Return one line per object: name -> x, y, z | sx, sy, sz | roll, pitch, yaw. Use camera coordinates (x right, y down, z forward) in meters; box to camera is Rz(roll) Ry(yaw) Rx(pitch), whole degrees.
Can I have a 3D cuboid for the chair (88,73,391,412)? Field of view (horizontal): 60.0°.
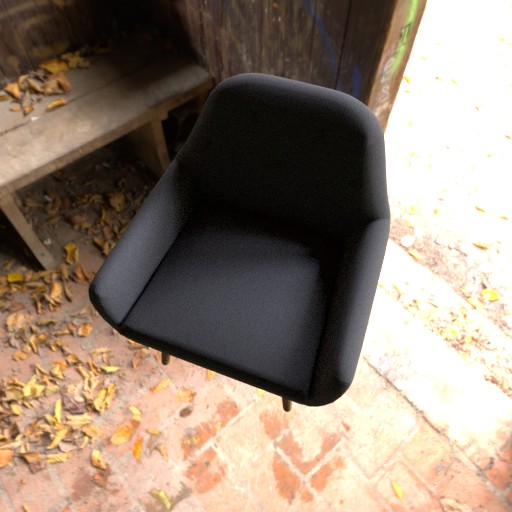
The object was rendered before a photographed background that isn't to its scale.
chair -> 0.000, 0.000, 1.441 | 0.770, 0.800, 0.779 | 18, 59, 11
